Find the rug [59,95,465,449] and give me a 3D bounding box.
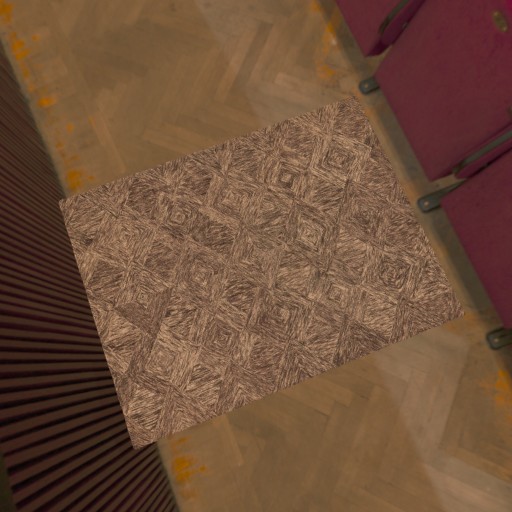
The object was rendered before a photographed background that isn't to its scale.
[{"bbox_3d":[0.000,0.000,4.210,3.204,0.017,2.448,-21,78,-5],"label":"rug"}]
